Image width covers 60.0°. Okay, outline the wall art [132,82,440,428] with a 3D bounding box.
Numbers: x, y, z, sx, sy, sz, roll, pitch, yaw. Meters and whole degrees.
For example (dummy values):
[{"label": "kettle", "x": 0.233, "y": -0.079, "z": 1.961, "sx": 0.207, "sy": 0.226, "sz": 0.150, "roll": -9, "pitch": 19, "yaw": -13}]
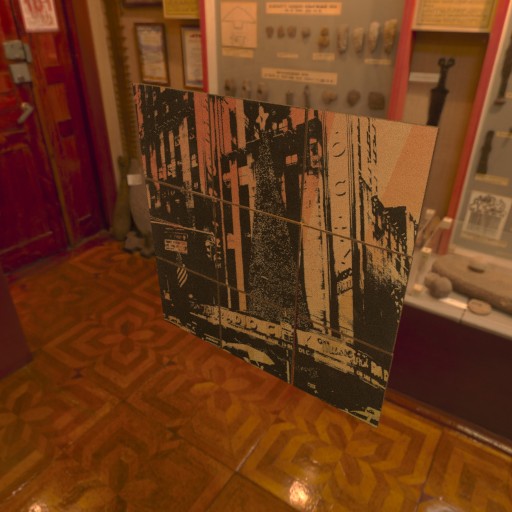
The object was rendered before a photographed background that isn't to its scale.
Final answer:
[{"label": "wall art", "x": 0.000, "y": 0.000, "z": 1.803, "sx": 1.216, "sy": 1.216, "sz": 0.013, "roll": 20, "pitch": 36, "yaw": 30}]
